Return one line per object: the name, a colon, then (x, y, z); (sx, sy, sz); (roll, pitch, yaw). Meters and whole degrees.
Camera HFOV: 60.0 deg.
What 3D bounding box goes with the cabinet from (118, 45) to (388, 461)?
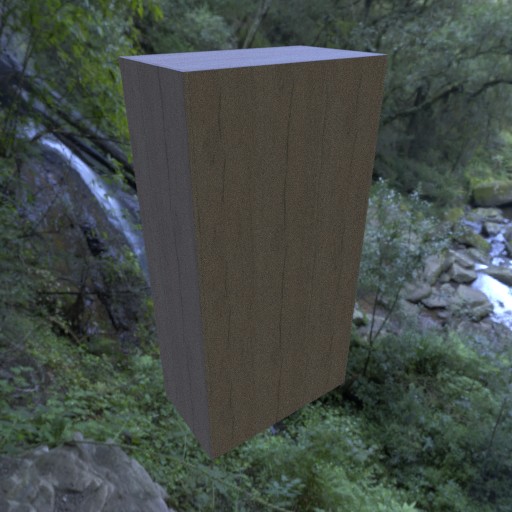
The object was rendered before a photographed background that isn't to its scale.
cabinet: (0.000, 0.000, 2.333); (0.980, 1.930, 0.580); (-19, 35, -30)
